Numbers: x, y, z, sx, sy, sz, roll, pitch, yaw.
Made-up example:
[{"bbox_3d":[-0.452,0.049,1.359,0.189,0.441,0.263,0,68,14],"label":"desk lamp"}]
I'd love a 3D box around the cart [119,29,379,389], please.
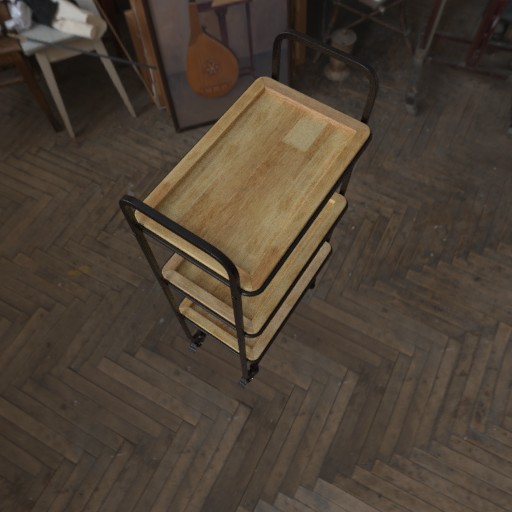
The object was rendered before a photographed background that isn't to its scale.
[{"bbox_3d":[0.000,0.000,1.305,0.321,1.080,0.545,31,68,14],"label":"cart"}]
